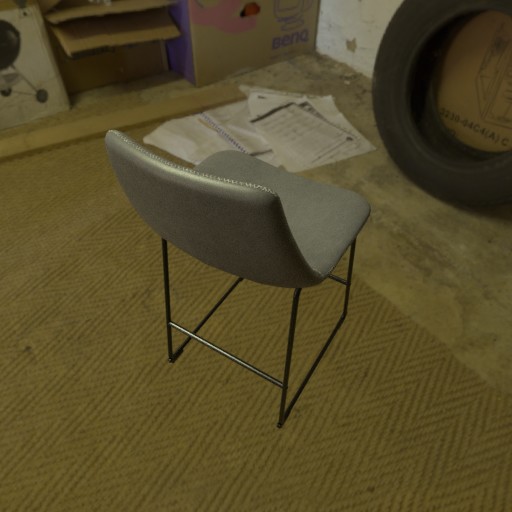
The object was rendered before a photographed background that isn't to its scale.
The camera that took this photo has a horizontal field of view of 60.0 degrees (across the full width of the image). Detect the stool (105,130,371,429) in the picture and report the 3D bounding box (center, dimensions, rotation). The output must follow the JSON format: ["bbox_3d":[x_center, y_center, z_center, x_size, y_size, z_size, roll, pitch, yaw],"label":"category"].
[{"bbox_3d":[0.000,0.000,1.162,0.470,0.876,0.546,24,51,21],"label":"stool"}]
